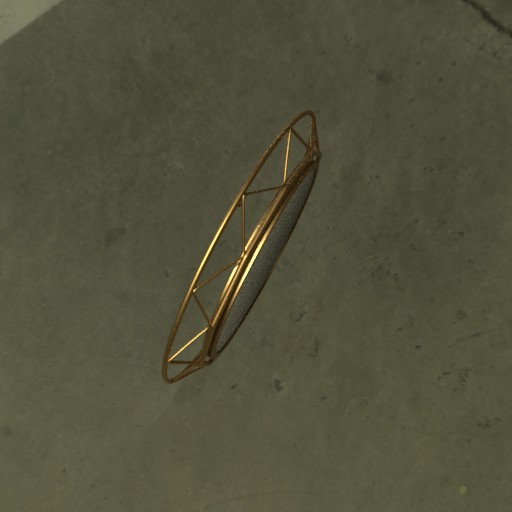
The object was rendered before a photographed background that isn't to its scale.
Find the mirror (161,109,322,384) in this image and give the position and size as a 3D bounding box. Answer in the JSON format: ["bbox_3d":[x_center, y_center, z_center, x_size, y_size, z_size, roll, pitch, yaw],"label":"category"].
[{"bbox_3d":[0.000,0.000,0.686,0.043,0.454,0.454,28,77,7],"label":"mirror"}]
